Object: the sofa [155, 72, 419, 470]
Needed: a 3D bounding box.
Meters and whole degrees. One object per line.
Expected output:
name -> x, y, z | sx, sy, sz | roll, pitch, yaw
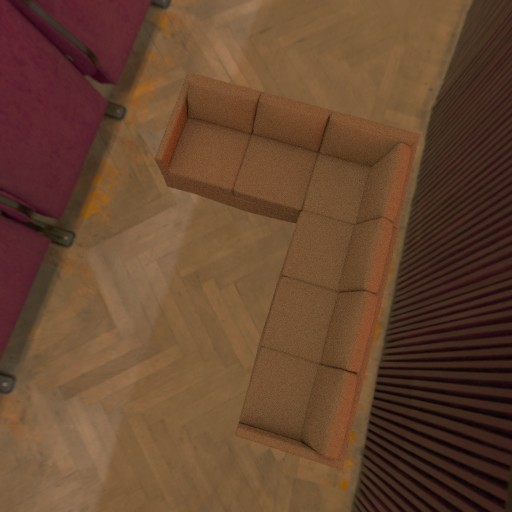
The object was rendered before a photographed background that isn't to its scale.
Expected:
sofa -> 0.000, 0.000, 4.295 | 2.432, 0.871, 3.182 | 16, 76, 4
